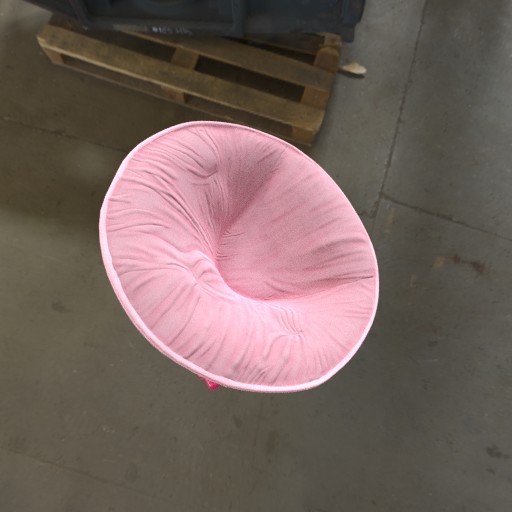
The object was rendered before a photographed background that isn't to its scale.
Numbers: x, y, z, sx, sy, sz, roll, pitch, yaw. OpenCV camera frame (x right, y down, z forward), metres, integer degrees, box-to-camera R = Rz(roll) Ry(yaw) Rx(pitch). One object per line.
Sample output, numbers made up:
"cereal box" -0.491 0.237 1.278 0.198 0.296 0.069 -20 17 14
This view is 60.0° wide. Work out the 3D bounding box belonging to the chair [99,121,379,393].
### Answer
"chair" 0.000 0.000 0.887 0.459 0.494 0.522 -28 78 -6
